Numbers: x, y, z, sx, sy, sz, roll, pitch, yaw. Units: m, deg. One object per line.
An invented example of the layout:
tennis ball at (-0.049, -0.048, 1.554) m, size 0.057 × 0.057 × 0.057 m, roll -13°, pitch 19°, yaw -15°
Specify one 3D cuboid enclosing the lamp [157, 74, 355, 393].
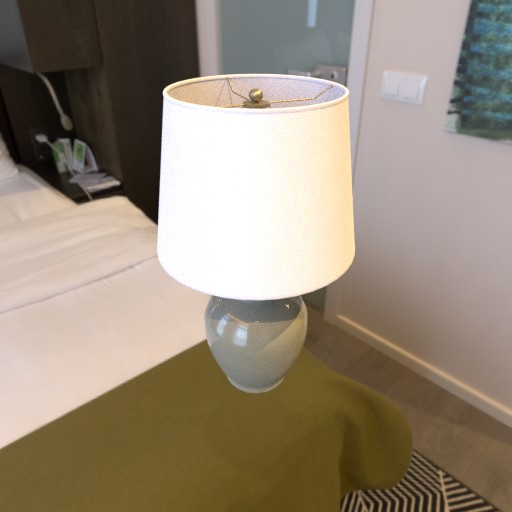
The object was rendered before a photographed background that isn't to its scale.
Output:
lamp at (0.000, 0.000, 0.556) m, size 0.239 × 0.399 × 0.239 m, roll 0°, pitch 31°, yaw 0°
